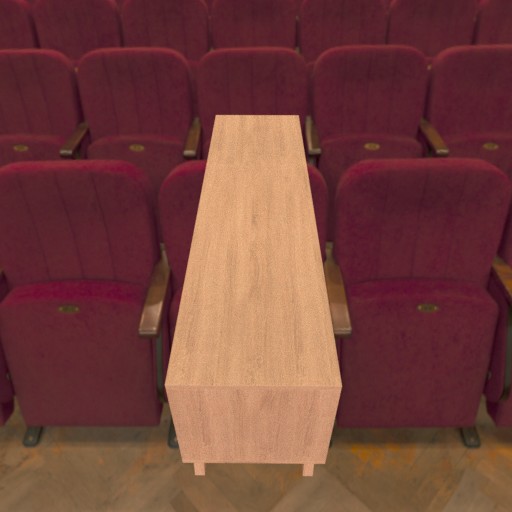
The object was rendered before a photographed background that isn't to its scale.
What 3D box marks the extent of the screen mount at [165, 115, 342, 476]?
[{"bbox_3d":[0.000,0.000,1.735,0.400,0.510,1.500,0,40,0],"label":"screen mount"}]
